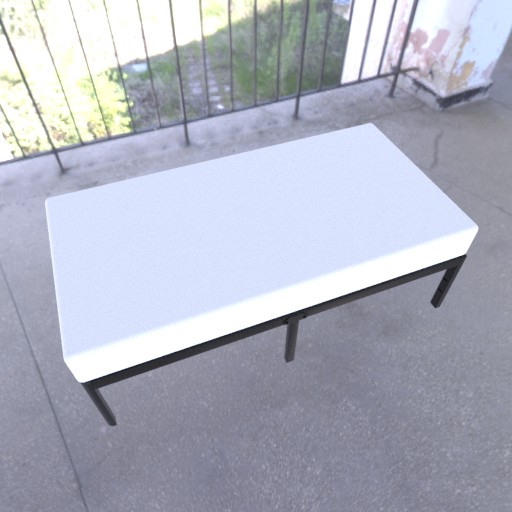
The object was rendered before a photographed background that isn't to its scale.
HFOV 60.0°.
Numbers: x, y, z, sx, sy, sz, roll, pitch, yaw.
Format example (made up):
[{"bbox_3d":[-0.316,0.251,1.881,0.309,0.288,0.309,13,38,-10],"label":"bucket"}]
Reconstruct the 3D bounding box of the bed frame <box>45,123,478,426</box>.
[{"bbox_3d":[0.000,0.000,2.449,1.950,0.659,1.023,-16,51,-14],"label":"bed frame"}]
